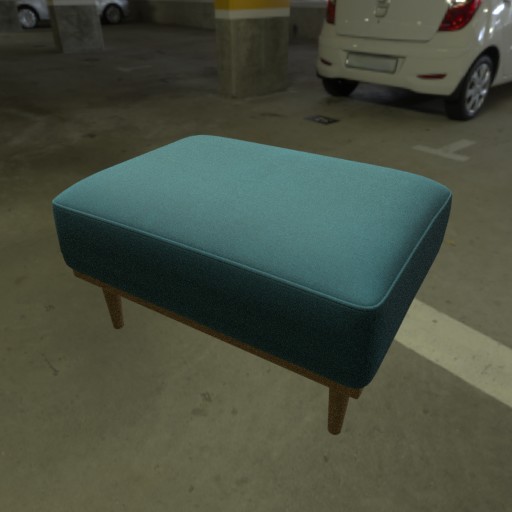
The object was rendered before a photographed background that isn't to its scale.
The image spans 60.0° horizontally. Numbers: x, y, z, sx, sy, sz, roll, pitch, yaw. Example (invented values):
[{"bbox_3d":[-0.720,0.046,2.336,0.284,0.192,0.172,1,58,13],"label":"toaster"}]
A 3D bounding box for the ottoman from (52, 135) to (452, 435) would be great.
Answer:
[{"bbox_3d":[0.000,0.000,1.059,0.749,0.428,0.549,18,36,27],"label":"ottoman"}]
